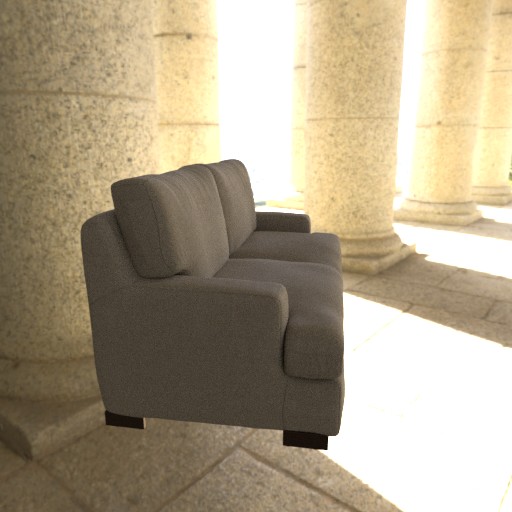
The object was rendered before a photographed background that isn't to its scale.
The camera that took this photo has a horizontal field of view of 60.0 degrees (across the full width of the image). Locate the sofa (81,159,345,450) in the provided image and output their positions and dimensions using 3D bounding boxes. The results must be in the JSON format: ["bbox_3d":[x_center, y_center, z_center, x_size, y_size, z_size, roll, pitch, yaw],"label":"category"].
[{"bbox_3d":[0.000,0.000,2.420,0.962,0.980,1.855,3,15,10],"label":"sofa"}]
